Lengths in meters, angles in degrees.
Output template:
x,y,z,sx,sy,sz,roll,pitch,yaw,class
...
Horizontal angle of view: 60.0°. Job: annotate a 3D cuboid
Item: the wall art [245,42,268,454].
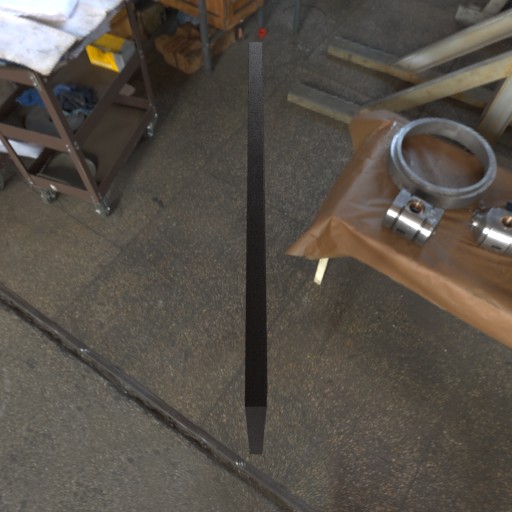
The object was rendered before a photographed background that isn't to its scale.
x,y,z,sx,sy,sz,roll,pitch,yaw,class
0.000,0.000,0.859,0.027,0.458,0.657,0,60,0,wall art
